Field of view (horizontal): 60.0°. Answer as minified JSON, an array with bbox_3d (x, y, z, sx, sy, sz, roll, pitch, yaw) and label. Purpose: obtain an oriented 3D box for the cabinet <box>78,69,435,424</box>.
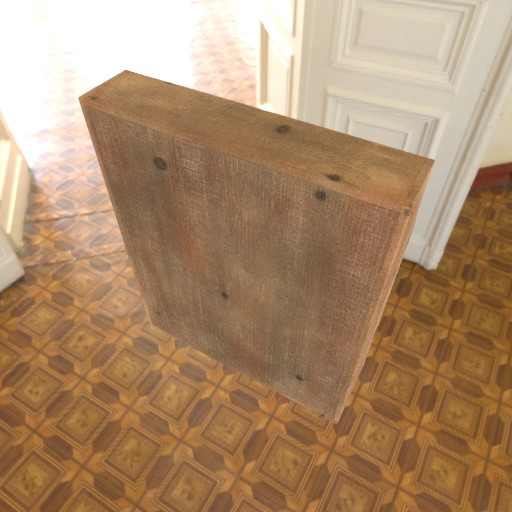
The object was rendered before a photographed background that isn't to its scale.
[{"bbox_3d":[0.000,0.000,0.831,0.489,0.590,0.184,23,52,19],"label":"cabinet"}]
